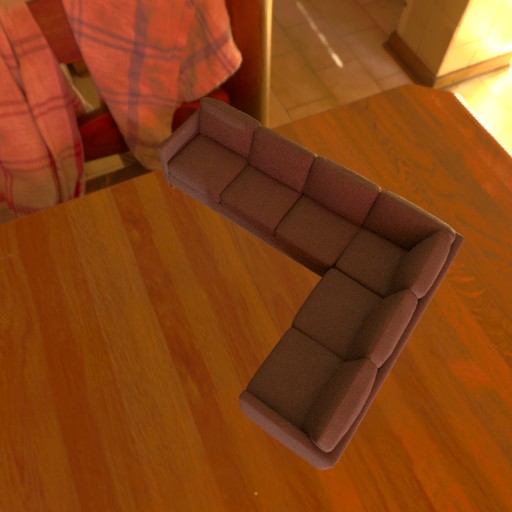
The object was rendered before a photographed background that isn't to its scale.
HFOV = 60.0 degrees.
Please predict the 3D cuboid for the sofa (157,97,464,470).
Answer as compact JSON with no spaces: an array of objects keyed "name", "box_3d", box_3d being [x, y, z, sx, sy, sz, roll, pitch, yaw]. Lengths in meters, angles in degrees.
[{"name":"sofa","box_3d":[0.000,0.000,4.546,3.302,0.947,2.593,32,66,16]}]
